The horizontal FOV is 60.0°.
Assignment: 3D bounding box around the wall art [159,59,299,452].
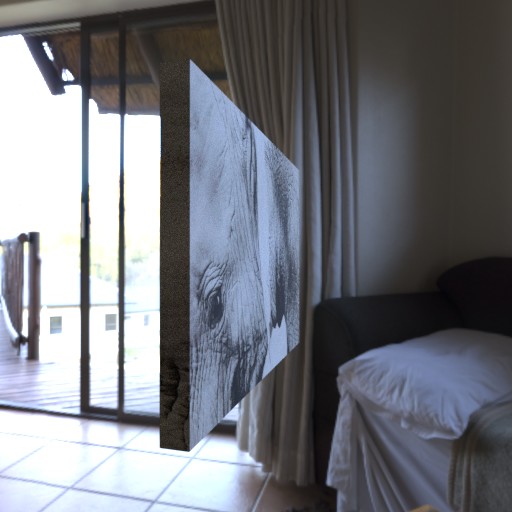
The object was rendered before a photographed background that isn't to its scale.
[{"bbox_3d":[0.000,0.000,0.757,0.035,0.407,0.613,0,0,16],"label":"wall art"}]
